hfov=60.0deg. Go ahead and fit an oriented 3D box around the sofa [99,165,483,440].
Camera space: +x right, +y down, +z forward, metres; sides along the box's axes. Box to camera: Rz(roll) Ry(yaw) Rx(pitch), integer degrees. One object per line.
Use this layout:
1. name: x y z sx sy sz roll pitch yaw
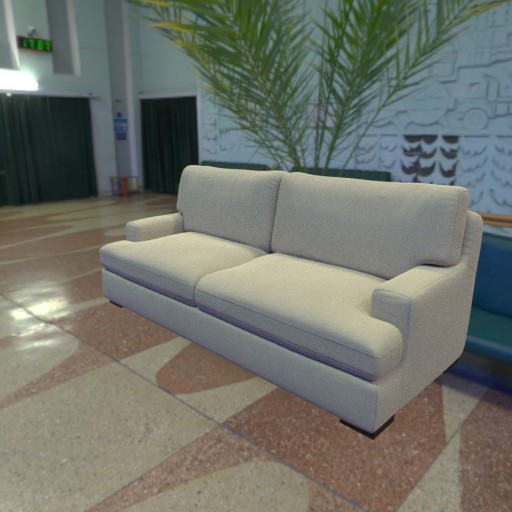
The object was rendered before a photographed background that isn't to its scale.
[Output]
1. sofa: 0.000 0.000 2.571 2.147 0.925 0.929 15 21 42
